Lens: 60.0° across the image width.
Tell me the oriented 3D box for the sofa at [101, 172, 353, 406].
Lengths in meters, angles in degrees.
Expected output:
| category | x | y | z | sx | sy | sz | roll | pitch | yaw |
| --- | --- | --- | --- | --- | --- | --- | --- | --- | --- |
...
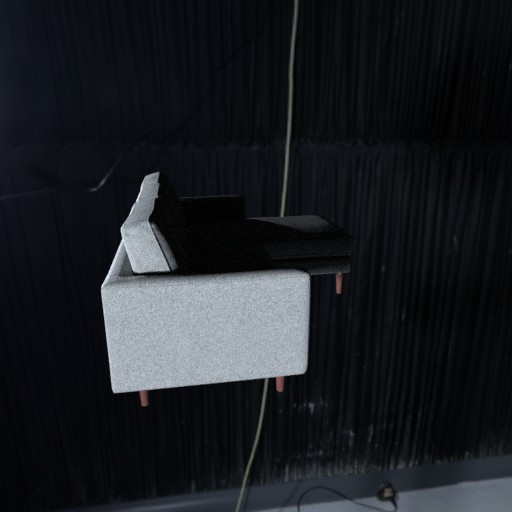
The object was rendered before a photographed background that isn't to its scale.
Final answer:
| category | x | y | z | sx | sy | sz | roll | pitch | yaw |
| --- | --- | --- | --- | --- | --- | --- | --- | --- | --- |
| sofa | 0.000 | 0.000 | 2.986 | 1.667 | 0.957 | 2.055 | -3 | 18 | -10 |
